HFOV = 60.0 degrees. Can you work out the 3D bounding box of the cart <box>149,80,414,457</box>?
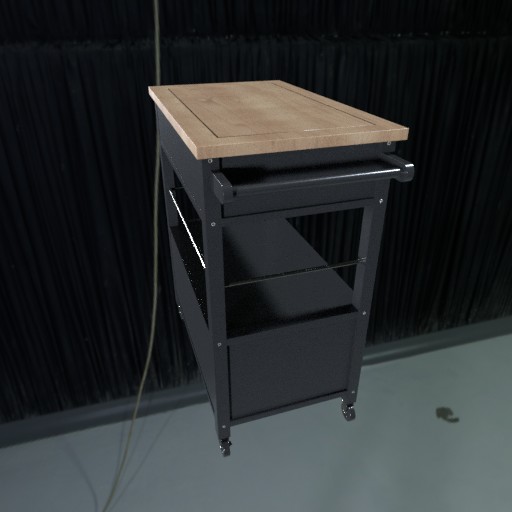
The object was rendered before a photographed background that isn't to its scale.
[{"bbox_3d":[0.000,0.000,1.378,0.459,0.901,0.840,-9,30,-16],"label":"cart"}]
